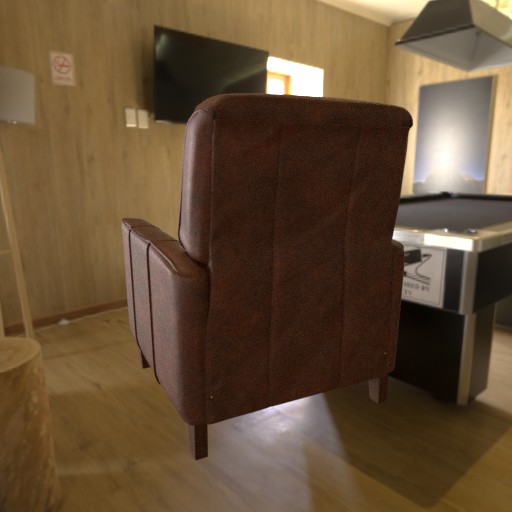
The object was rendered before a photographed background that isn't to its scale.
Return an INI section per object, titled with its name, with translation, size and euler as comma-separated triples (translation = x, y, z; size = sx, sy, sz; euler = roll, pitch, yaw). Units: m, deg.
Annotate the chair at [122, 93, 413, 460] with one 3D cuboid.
[chair]
translation = 0.000, 0.000, 1.651
size = 0.843, 1.043, 0.836
euler = -6, 14, -26
